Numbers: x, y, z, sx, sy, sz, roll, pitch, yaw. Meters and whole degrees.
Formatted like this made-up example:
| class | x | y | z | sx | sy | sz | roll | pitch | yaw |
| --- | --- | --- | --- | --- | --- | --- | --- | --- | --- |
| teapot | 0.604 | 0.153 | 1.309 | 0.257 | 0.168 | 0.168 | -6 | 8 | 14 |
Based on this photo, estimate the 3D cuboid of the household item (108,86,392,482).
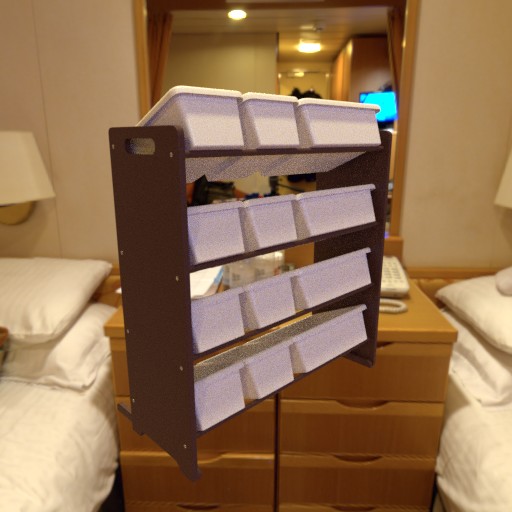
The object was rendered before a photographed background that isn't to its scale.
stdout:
| class | x | y | z | sx | sy | sz | roll | pitch | yaw |
| --- | --- | --- | --- | --- | --- | --- | --- | --- | --- |
| household item | 0.000 | 0.000 | 1.306 | 0.787 | 0.864 | 0.389 | -14 | 20 | -43 |
